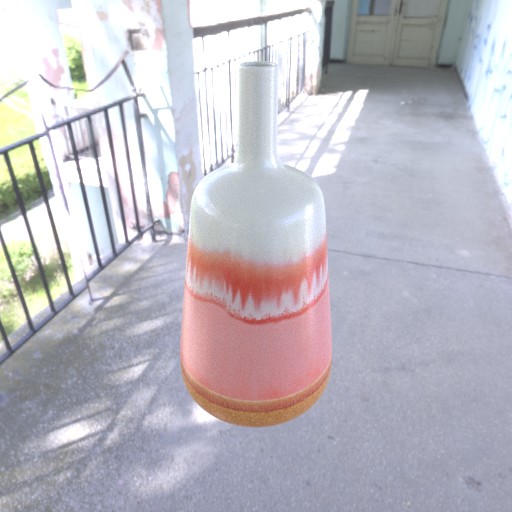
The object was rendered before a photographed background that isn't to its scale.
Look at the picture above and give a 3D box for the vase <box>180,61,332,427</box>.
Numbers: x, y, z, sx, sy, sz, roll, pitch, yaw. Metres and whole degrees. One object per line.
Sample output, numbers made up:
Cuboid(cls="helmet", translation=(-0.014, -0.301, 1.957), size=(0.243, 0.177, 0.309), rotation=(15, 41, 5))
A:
Cuboid(cls="vase", translation=(0.000, 0.000, 0.368), size=(0.144, 0.296, 0.144), rotation=(0, 32, 0))
